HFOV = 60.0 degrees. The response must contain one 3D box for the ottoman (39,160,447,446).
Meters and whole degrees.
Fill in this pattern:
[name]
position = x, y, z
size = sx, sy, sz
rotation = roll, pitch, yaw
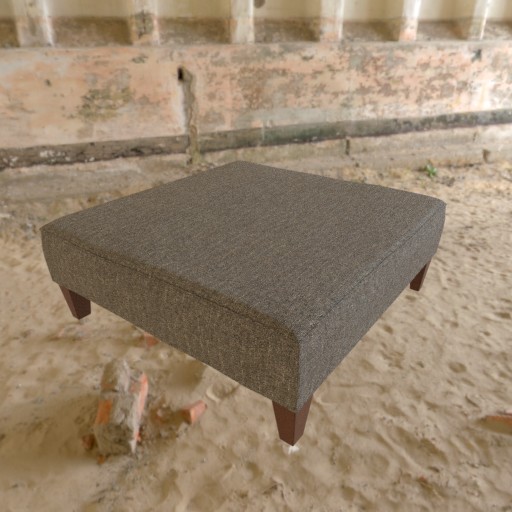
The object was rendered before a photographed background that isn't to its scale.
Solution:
[ottoman]
position = 0.000, 0.000, 1.545
size = 0.981, 0.379, 1.016
rotation = 19, 32, 32
